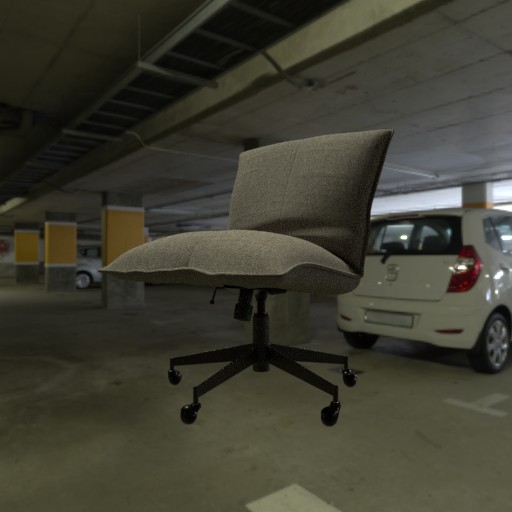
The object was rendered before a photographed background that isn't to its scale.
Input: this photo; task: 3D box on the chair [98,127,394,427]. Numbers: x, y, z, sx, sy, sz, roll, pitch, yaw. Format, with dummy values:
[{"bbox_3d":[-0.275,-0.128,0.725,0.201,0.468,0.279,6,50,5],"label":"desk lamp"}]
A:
[{"bbox_3d":[0.000,0.000,1.283,0.597,0.811,0.696,0,0,35],"label":"chair"}]
